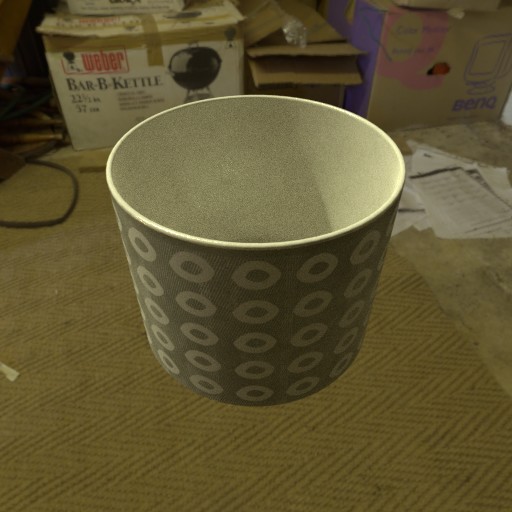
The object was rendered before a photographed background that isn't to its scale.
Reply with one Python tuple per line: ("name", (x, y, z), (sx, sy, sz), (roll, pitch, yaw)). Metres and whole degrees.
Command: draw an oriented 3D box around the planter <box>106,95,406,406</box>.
("planter", (0.000, 0.000, 0.349), (0.190, 0.181, 0.190), (0, 42, 0))
